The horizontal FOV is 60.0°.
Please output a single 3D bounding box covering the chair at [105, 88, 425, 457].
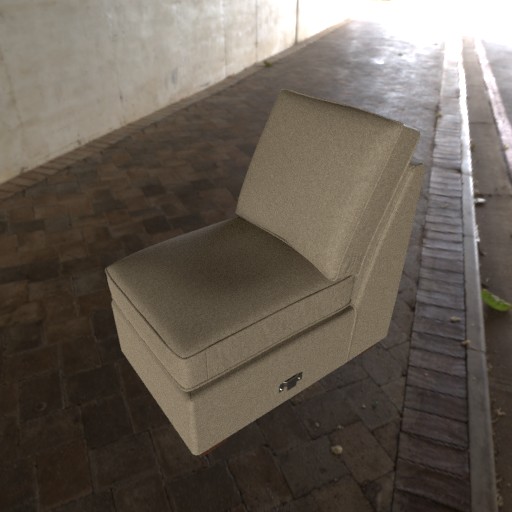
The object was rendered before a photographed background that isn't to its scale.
[{"bbox_3d":[0.000,0.000,1.719,1.020,1.058,0.674,-22,39,-30],"label":"chair"}]
